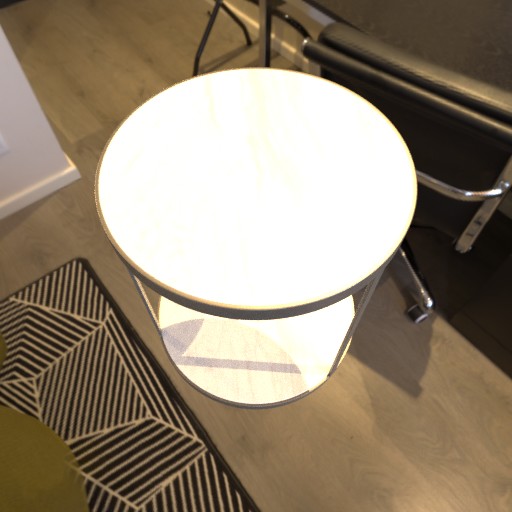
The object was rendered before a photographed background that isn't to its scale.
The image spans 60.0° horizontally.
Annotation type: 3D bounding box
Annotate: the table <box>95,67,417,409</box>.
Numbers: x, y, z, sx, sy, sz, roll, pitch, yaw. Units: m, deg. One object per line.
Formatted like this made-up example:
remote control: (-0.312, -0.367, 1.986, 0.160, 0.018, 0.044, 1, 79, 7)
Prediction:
table: (0.000, 0.000, 0.824, 0.445, 0.479, 0.445, 0, 58, 0)
